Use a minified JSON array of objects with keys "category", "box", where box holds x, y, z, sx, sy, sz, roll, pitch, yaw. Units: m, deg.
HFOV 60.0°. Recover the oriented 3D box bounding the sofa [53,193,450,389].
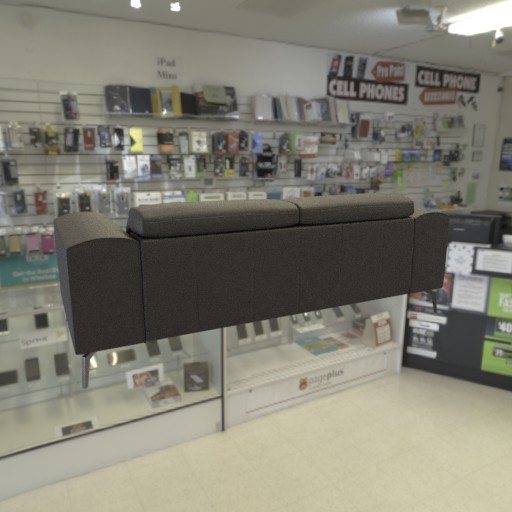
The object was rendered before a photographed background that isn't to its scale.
[{"category":"sofa","box":[0.000,0.000,2.853,2.330,0.814,1.048,-6,14,-26]}]
